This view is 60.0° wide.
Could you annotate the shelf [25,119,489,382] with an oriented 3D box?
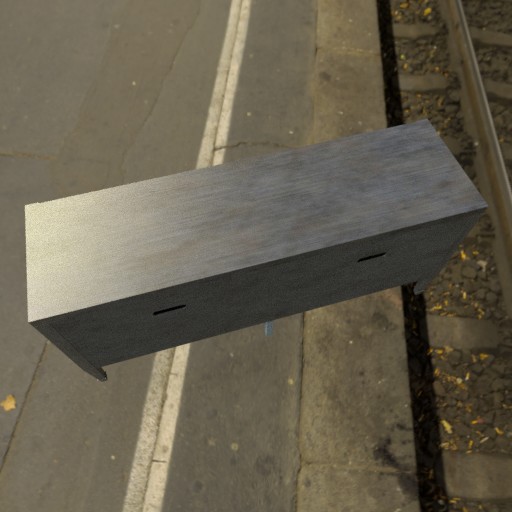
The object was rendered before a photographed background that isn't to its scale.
[{"bbox_3d":[0.000,0.000,1.880,1.575,0.719,0.479,-14,60,-8],"label":"shelf"}]
